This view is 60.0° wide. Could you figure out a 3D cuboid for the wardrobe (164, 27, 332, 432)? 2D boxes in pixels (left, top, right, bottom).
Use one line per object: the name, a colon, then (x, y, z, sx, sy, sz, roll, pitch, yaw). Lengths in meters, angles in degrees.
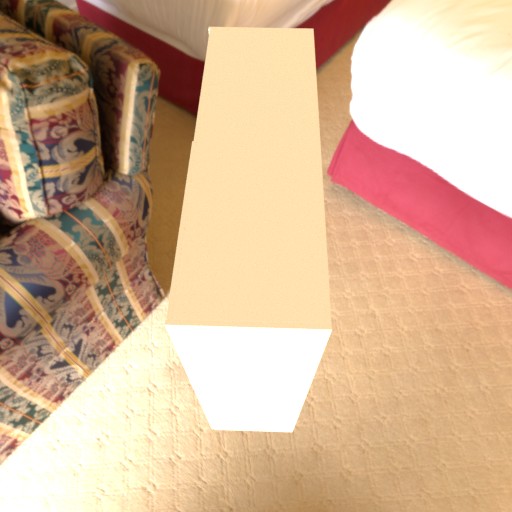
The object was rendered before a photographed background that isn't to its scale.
wardrobe: (0.000, 0.000, 2.924, 0.600, 2.020, 1.830, 2, 59, 1)
